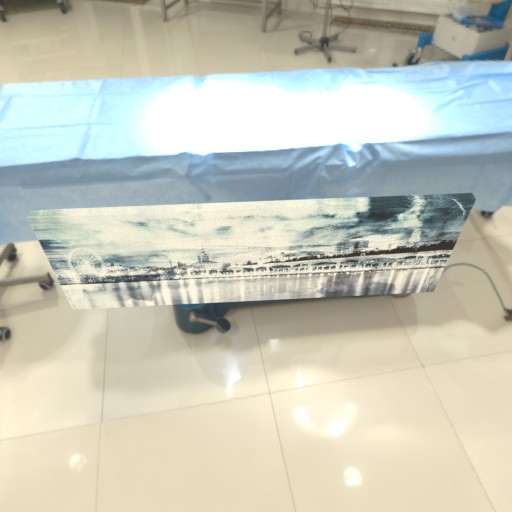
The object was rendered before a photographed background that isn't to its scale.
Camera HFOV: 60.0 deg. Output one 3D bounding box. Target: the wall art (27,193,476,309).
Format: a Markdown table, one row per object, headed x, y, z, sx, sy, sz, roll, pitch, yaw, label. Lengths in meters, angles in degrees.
| x | y | z | sx | sy | sz | roll | pitch | yaw | label |
| --- | --- | --- | --- | --- | --- | --- | --- | --- | --- |
| 0.000 | 0.000 | 1.696 | 1.524 | 0.509 | 0.037 | -3 | 46 | -2 | wall art |
